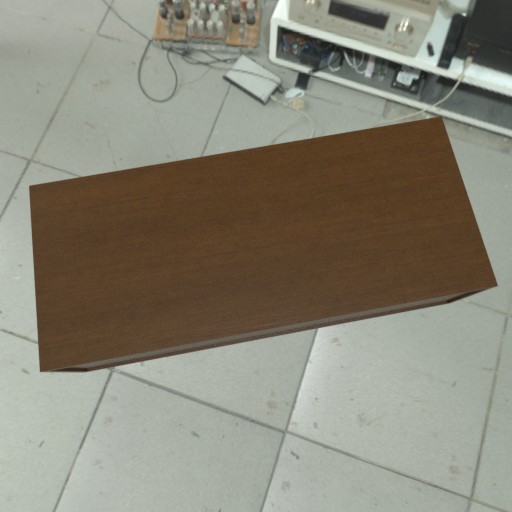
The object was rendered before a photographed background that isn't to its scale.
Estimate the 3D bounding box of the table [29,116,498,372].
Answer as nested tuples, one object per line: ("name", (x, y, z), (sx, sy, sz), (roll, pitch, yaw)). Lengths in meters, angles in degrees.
("table", (0.000, 0.000, 1.349), (1.119, 0.464, 0.490), (-10, 75, -3))
